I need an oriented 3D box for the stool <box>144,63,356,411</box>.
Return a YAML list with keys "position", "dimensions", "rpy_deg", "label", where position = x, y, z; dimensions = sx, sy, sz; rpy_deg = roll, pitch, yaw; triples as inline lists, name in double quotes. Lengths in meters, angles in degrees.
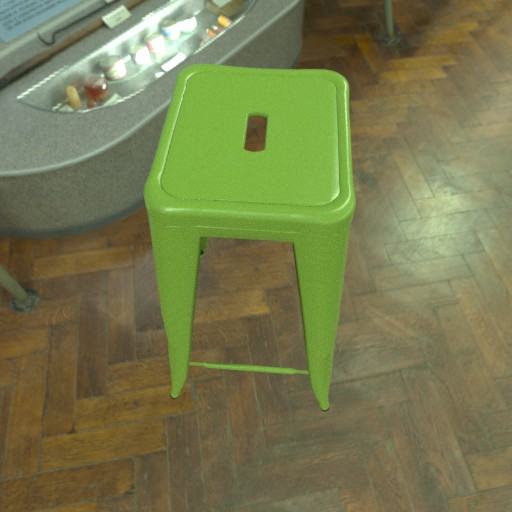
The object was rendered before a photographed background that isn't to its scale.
- position: [0.000, 0.000, 0.840]
  dimensions: [0.358, 0.609, 0.398]
  rpy_deg: [4, 57, 3]
  label: "stool"
